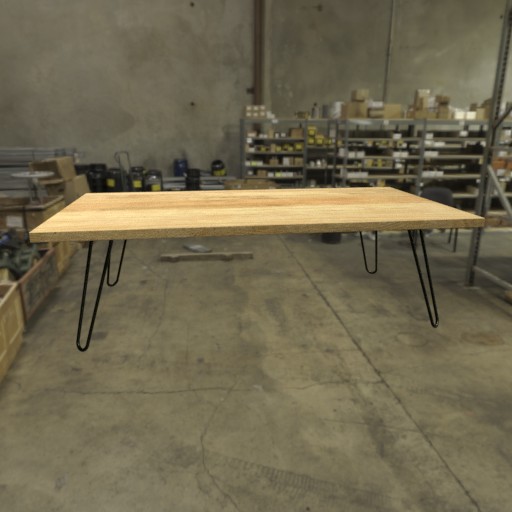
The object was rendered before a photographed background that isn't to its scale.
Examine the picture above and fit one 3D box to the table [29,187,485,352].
[{"bbox_3d":[0.000,0.000,1.683,1.348,0.400,0.699,-2,17,-8],"label":"table"}]
